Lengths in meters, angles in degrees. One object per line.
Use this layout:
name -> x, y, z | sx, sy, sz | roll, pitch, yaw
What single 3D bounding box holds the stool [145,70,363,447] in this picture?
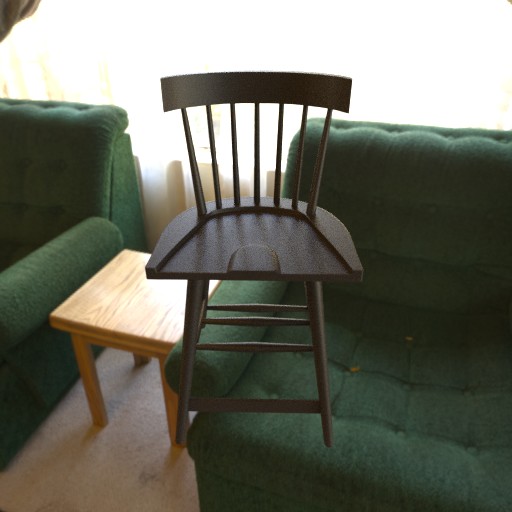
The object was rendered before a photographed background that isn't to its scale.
stool -> 0.000, 0.000, 1.273 | 0.494, 0.953, 0.549 | 1, 31, 1
